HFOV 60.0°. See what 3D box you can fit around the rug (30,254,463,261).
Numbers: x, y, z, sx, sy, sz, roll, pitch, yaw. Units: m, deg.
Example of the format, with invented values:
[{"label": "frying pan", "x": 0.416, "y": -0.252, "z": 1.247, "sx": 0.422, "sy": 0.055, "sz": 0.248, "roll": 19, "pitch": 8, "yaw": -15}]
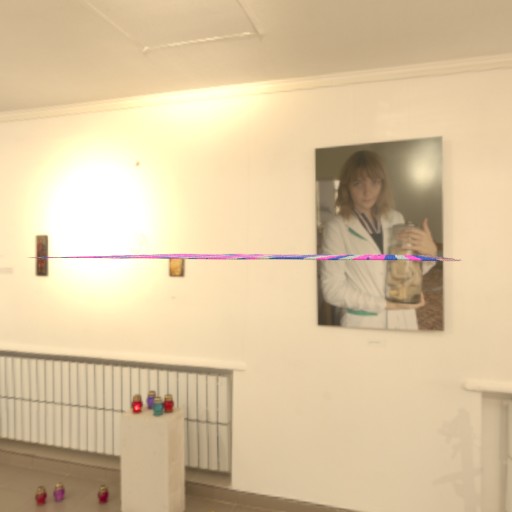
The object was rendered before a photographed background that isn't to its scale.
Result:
[{"label": "rug", "x": 0.000, "y": 0.000, "z": 2.983, "sx": 2.350, "sy": 0.013, "sz": 1.539, "roll": 0, "pitch": 1, "yaw": 17}]
